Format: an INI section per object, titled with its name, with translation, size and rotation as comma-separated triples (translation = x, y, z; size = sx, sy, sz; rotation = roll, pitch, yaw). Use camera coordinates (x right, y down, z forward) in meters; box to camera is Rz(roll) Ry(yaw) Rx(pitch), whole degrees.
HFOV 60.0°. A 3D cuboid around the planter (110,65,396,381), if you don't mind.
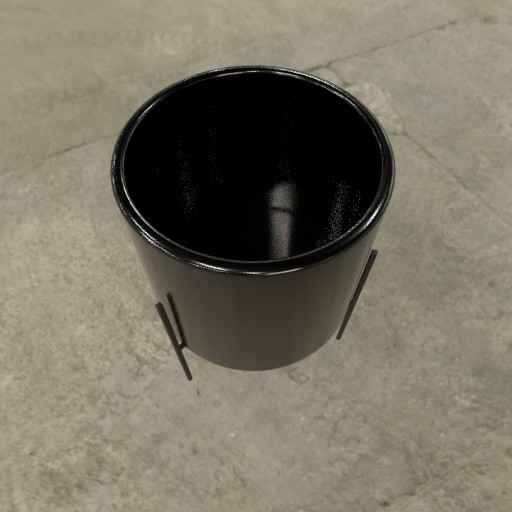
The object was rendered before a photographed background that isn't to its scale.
[planter]
translation = 0.000, 0.000, 0.652
size = 0.310, 0.432, 0.310
rotation = 0, 58, 0
